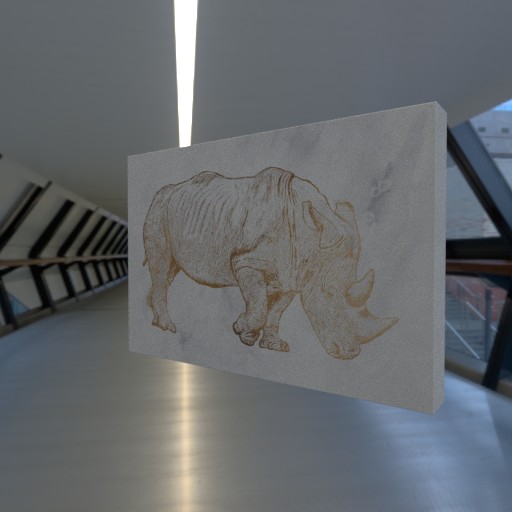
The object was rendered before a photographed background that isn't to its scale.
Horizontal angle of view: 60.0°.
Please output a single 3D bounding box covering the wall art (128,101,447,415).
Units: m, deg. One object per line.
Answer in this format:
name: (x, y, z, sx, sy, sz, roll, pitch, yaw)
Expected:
wall art: (0.000, 0.000, 0.484, 0.381, 0.254, 0.038, 1, 2, 35)
